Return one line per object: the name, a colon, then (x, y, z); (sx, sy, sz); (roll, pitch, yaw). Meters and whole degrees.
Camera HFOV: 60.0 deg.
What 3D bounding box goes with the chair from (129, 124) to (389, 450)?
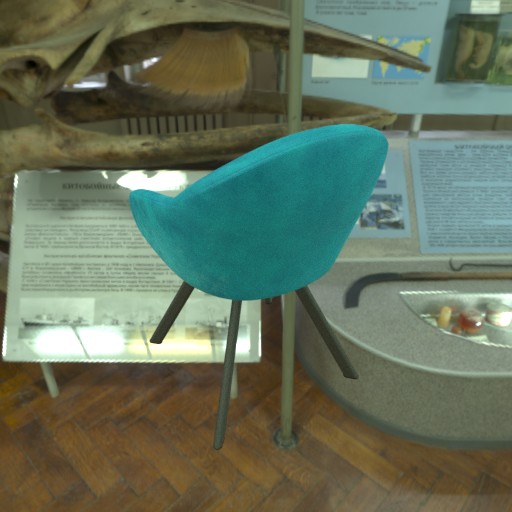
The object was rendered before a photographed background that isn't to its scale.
chair: (0.000, 0.000, 1.193); (0.550, 0.795, 0.590); (-17, 34, -27)
